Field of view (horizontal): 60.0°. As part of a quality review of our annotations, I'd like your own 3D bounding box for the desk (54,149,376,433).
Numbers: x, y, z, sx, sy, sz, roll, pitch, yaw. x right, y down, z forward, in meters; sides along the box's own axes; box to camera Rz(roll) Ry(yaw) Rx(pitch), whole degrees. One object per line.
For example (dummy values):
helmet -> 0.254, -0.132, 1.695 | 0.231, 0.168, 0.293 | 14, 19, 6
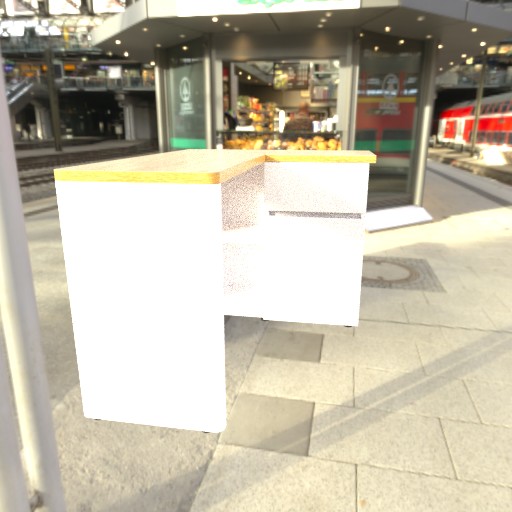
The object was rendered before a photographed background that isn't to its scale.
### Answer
desk -> 0.000, 0.000, 1.747 | 0.900, 0.760, 1.170 | 3, 16, 9
